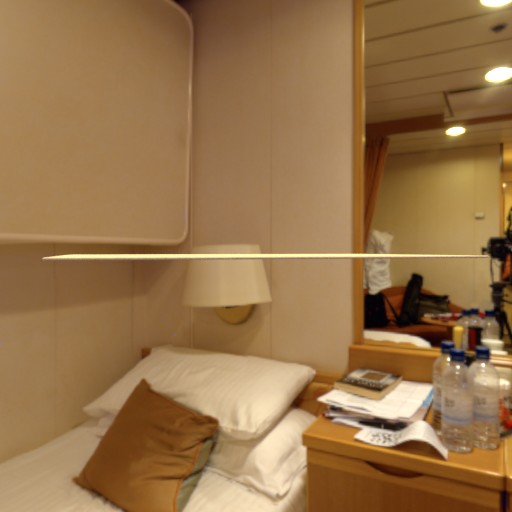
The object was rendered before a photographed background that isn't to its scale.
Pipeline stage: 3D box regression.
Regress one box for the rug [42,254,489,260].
[{"bbox_3d":[0.000,0.000,2.985,2.441,0.014,1.531,0,1,-18],"label":"rug"}]
